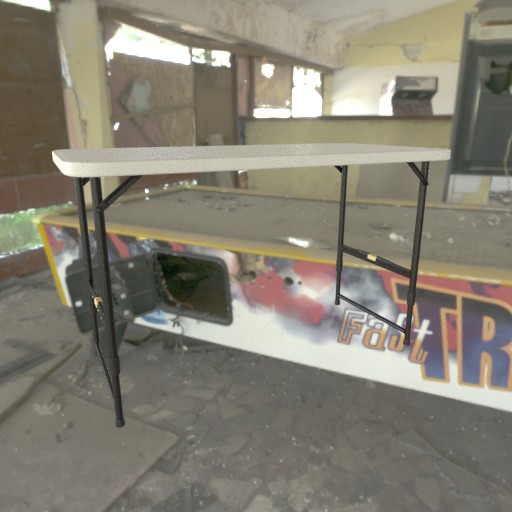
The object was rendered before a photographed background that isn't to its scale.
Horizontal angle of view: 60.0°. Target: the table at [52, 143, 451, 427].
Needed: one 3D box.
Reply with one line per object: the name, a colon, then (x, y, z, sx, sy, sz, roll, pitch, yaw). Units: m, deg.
table: (0.000, 0.000, 1.572, 1.219, 0.737, 0.610, -8, 18, -25)
